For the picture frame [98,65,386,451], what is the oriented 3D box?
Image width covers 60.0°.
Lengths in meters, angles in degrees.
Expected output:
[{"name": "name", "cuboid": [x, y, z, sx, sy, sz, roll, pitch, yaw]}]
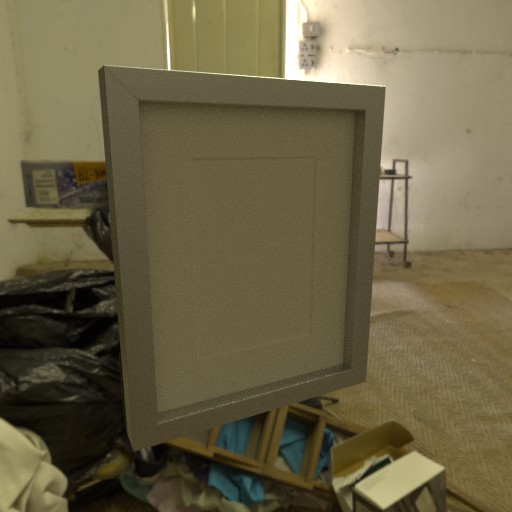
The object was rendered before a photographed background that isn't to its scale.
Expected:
[{"name": "picture frame", "cuboid": [0.000, 0.000, 0.379, 0.233, 0.282, 0.036, -7, 16, -26]}]
